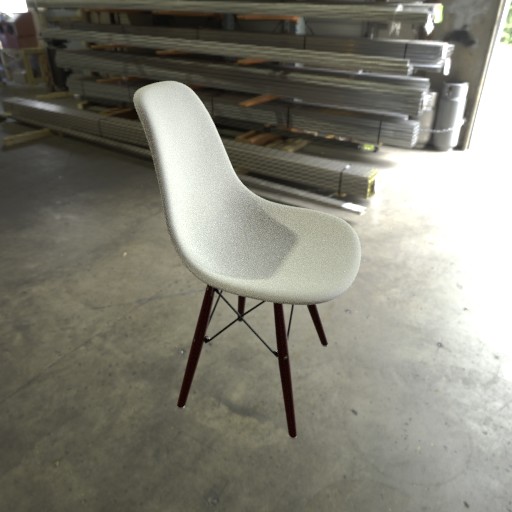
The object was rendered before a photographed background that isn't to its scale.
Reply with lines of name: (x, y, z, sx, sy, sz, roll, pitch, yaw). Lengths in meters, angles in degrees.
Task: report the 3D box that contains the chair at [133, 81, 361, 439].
chair: (0.000, 0.000, 1.169, 0.533, 0.826, 0.470, 10, 32, 17)
